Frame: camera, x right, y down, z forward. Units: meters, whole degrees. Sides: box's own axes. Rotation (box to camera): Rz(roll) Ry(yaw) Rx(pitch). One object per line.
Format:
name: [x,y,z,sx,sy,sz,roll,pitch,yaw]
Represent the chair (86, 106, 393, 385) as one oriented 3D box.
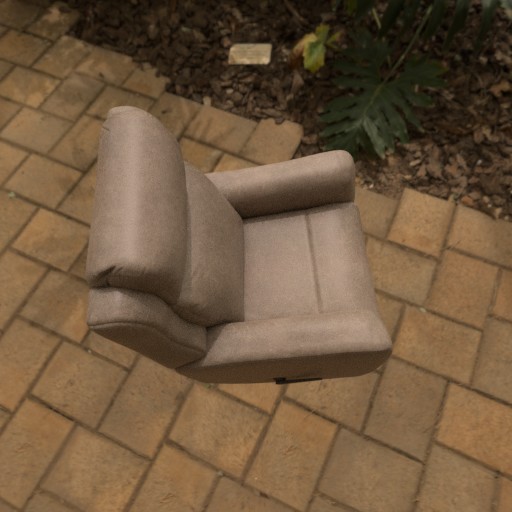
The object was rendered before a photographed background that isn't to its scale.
chair: [0.000,0.000,1.871,1.068,1.116,0.967,-4,63,-2]
